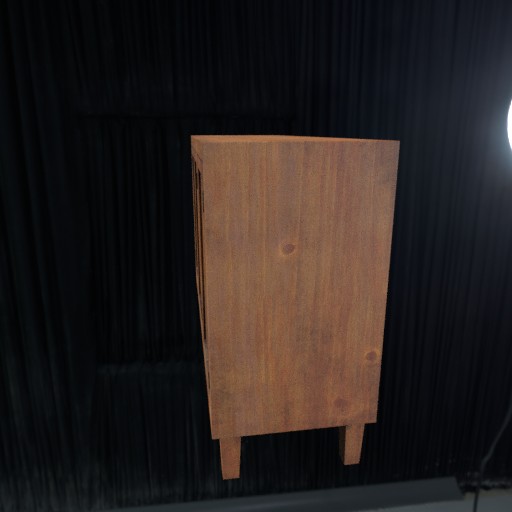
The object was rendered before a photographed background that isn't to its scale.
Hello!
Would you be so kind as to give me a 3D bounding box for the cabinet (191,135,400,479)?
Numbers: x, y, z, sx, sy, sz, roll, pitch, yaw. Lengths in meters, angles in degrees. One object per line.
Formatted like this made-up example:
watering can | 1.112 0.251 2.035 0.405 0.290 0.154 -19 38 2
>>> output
cabinet | 0.000 0.000 1.555 0.403 0.805 1.204 -2 16 -9
